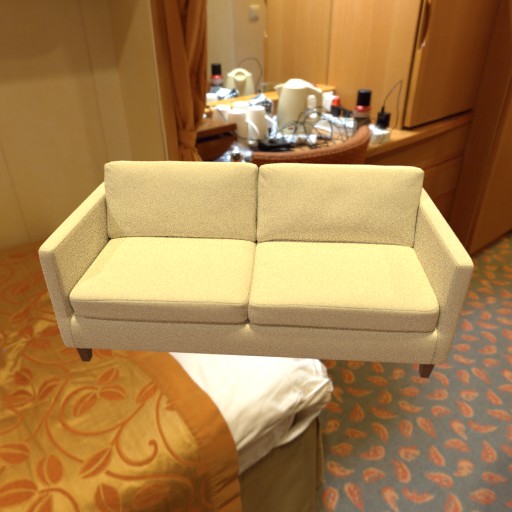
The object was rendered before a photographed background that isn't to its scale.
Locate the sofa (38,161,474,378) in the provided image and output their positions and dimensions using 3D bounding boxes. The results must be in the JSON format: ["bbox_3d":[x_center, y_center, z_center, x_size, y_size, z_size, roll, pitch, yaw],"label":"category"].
[{"bbox_3d":[0.000,0.000,2.479,1.981,0.889,0.965,2,31,3],"label":"sofa"}]
